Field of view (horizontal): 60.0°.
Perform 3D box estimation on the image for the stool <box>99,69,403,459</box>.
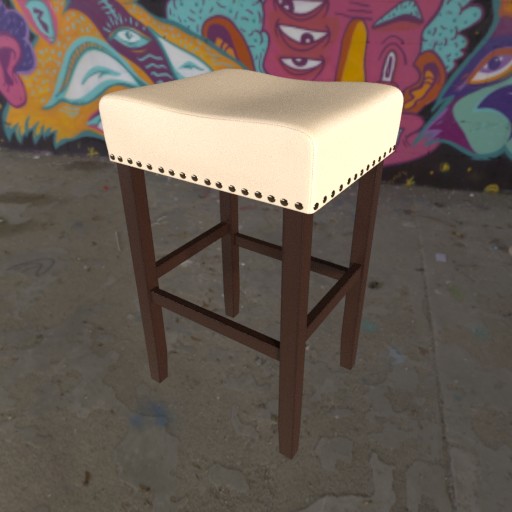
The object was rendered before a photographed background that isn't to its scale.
[{"bbox_3d":[0.000,0.000,1.056,0.471,0.762,0.401,19,36,28],"label":"stool"}]
